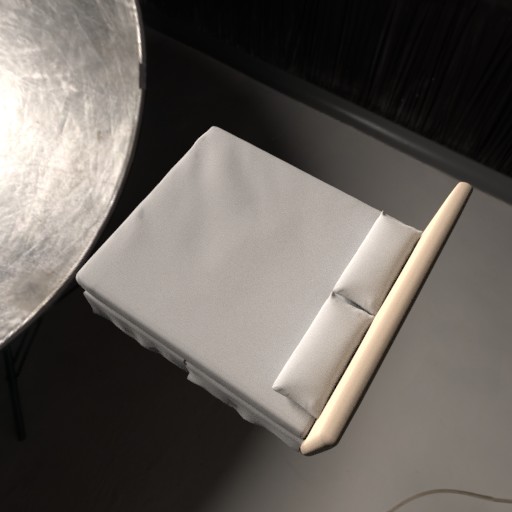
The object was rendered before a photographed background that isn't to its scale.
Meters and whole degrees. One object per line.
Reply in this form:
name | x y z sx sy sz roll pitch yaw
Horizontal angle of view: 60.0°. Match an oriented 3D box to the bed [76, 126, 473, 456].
bed | 0.000 0.000 3.276 2.142 1.330 1.884 31 68 14
